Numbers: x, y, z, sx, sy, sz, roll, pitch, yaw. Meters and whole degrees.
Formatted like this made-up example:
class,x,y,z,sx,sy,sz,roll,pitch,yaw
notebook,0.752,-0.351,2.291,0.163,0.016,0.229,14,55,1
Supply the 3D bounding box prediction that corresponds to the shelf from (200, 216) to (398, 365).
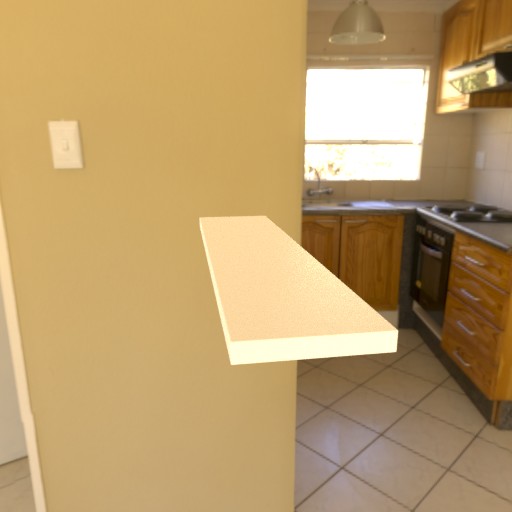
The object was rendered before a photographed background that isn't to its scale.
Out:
class,x,y,z,sx,sy,sz,roll,pitch,yaw
shelf,0.000,0.000,0.651,0.140,0.020,0.610,-2,14,-9
